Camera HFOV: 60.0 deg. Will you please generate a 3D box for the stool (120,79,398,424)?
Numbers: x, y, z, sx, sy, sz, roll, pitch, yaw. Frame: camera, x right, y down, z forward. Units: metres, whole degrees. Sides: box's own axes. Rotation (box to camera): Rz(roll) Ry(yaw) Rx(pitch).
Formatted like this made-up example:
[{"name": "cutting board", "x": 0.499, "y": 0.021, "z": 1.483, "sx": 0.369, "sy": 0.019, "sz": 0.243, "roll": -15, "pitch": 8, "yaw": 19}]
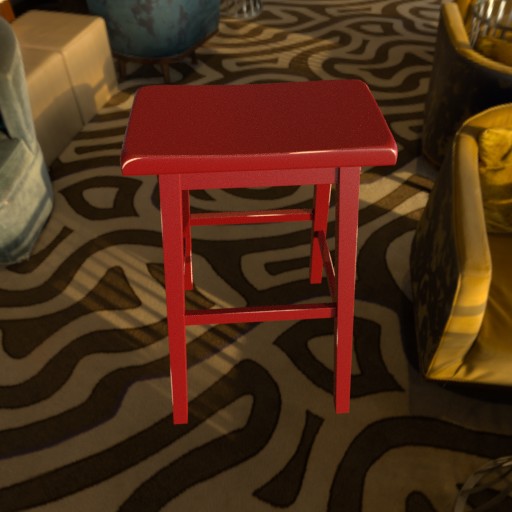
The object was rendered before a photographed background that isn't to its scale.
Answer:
[{"name": "stool", "x": 0.000, "y": 0.000, "z": 1.048, "sx": 0.457, "sy": 0.737, "sz": 0.476, "roll": -3, "pitch": 47, "yaw": -3}]
